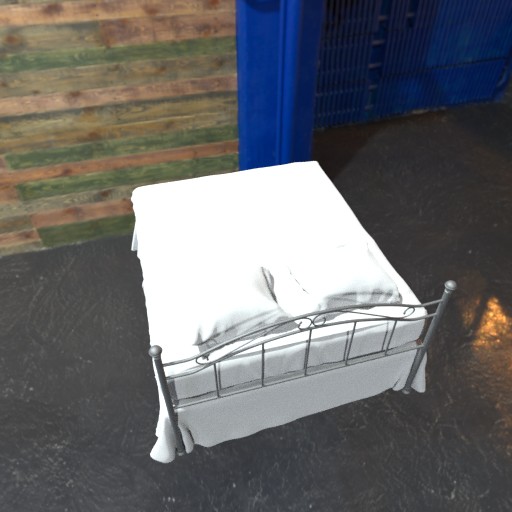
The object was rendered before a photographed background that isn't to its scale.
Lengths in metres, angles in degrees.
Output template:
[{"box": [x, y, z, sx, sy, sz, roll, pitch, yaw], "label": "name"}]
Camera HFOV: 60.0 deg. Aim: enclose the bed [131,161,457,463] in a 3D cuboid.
[{"box": [0.000, 0.000, 3.328, 1.936, 1.080, 2.215, -11, 43, -11], "label": "bed"}]
